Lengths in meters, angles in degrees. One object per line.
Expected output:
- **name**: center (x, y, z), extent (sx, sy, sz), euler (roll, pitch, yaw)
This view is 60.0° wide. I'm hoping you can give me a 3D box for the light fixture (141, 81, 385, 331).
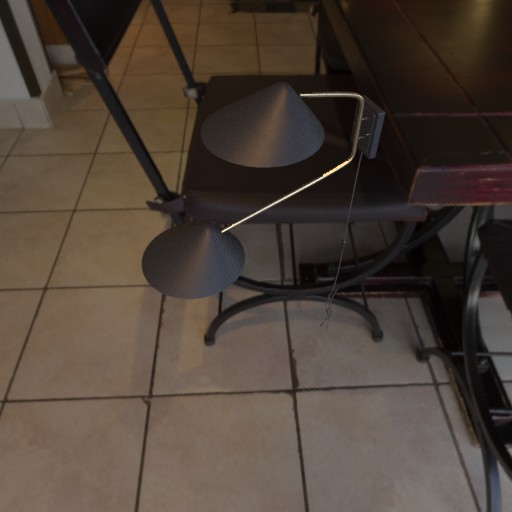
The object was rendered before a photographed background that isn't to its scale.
- **light fixture**: center (0.000, 0.000, 0.850), extent (0.422, 0.665, 0.189), euler (-16, 48, -14)
